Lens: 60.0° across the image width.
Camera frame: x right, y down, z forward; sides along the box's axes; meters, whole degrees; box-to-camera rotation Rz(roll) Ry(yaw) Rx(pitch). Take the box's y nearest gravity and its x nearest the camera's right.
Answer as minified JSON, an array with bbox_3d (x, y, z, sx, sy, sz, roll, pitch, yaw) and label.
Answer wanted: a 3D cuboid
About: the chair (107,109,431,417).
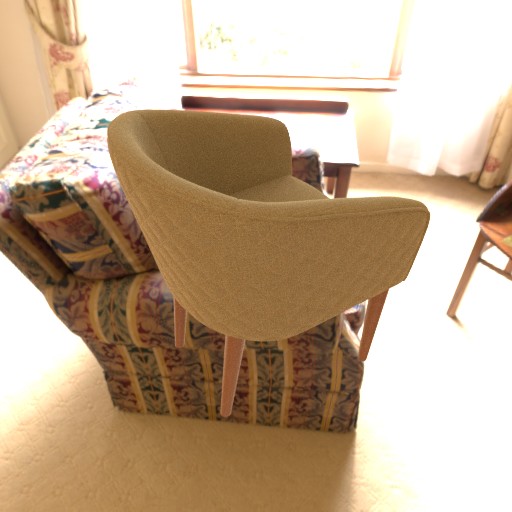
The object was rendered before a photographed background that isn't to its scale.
[{"bbox_3d":[0.000,0.000,1.194,0.616,0.775,0.584,-24,46,-25],"label":"chair"}]
